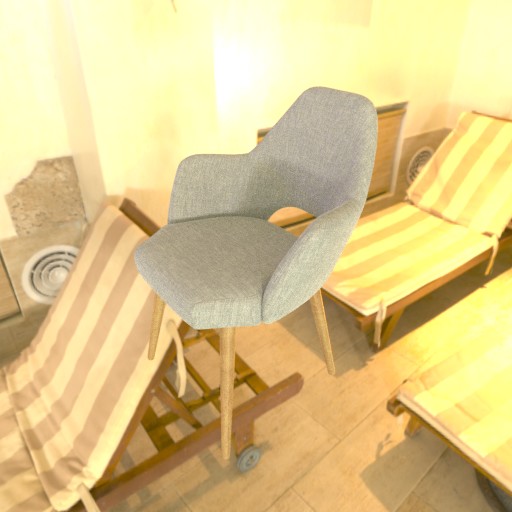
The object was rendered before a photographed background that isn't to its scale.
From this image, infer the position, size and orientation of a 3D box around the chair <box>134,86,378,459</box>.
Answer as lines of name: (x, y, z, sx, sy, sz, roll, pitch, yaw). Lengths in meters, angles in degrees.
chair: (0.000, 0.000, 1.264, 0.610, 0.840, 0.590, -21, 37, -31)
